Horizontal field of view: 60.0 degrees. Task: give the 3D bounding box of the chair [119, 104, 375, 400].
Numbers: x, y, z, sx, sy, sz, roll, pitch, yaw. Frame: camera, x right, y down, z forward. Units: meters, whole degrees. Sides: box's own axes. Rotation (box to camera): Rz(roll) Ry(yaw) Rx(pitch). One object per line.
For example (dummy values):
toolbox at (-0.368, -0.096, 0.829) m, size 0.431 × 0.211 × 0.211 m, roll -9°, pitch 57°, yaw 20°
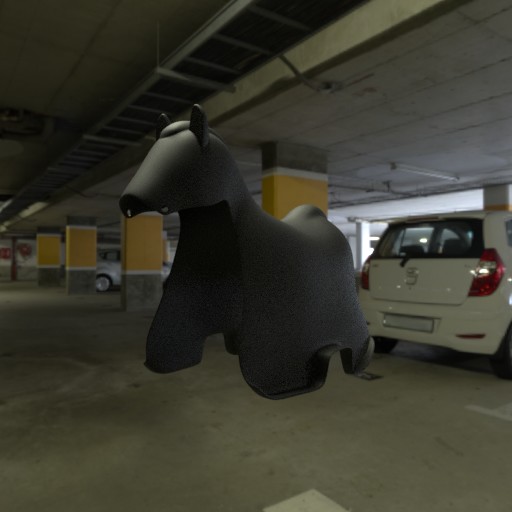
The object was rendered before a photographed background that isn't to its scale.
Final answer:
chair at (0.000, 0.000, 1.143) m, size 0.429 × 0.612 × 0.800 m, roll 0°, pitch -1°, yaw 37°
